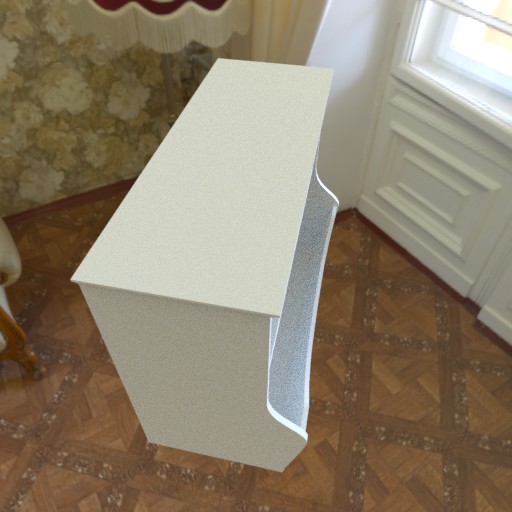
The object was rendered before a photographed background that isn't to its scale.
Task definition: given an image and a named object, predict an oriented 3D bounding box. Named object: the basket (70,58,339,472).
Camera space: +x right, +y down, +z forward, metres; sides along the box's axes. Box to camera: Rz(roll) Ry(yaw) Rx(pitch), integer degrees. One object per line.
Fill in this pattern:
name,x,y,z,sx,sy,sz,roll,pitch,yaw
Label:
basket,0.000,0.000,1.104,0.376,0.625,0.792,9,47,8
